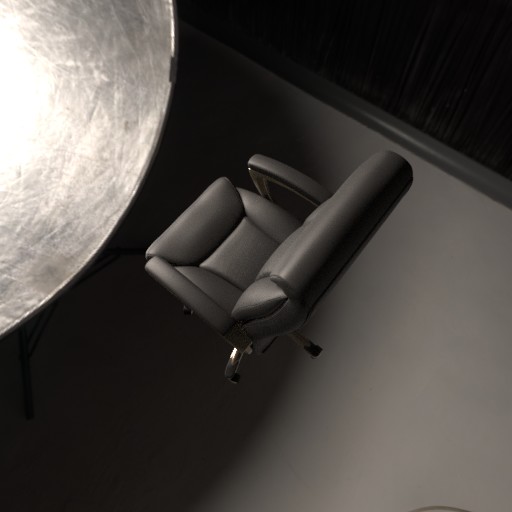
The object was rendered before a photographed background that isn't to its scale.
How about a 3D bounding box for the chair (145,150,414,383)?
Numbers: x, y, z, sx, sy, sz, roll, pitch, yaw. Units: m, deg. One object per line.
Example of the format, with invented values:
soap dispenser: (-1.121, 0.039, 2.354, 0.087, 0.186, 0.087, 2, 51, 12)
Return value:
chair: (0.000, 0.000, 1.639, 0.748, 1.188, 0.694, 35, 69, 16)
